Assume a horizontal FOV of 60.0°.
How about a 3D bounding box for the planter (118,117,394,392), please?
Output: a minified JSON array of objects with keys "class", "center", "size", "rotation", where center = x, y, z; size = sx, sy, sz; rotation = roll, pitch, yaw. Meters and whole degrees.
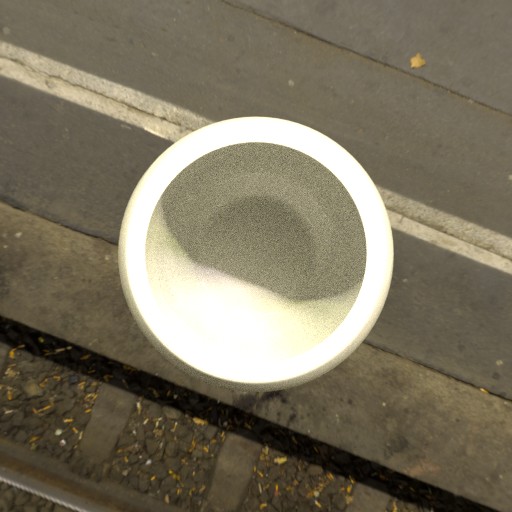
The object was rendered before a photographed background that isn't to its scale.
[{"class":"planter","center":[0.000,0.000,0.445],"size":[0.222,0.278,0.222],"rotation":[0,89,0]}]
